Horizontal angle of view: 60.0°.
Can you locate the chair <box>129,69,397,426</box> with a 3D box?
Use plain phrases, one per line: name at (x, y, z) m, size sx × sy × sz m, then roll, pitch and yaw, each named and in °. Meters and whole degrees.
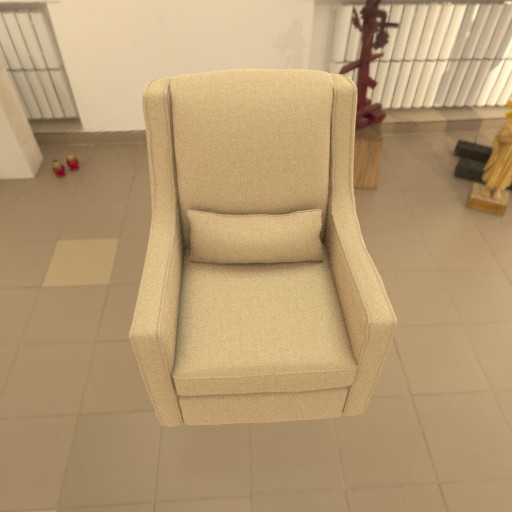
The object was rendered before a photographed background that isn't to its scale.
chair at (0.000, 0.000, 1.556) m, size 0.732 × 0.993 × 0.879 m, roll -3°, pitch 46°, yaw -2°
